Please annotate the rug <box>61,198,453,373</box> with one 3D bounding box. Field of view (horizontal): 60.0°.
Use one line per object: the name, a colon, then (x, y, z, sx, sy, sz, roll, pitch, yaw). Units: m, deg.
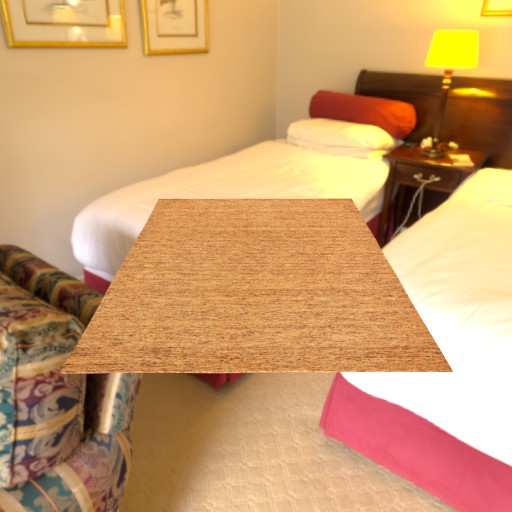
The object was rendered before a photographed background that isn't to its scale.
rug: (0.000, 0.000, 4.175, 2.438, 0.012, 3.200, 0, 27, 0)
